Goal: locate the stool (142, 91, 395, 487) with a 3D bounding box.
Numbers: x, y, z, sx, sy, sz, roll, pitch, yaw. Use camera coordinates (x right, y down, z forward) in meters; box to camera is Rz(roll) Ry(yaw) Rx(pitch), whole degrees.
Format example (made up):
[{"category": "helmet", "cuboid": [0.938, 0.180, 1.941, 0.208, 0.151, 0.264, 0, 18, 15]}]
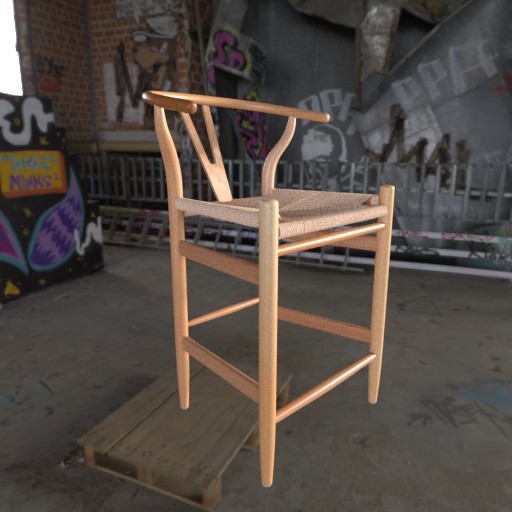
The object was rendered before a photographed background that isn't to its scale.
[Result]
[{"category": "stool", "cuboid": [0.000, 0.000, 1.275, 0.575, 0.923, 0.536, 13, 19, 43]}]
